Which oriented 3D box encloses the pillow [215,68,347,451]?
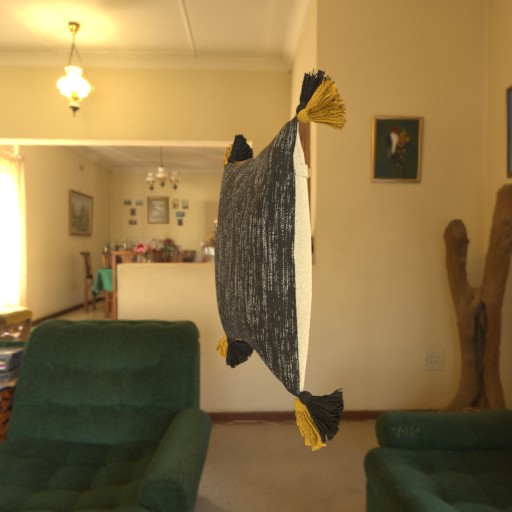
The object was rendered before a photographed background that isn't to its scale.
[{"bbox_3d":[0.000,0.000,0.981,0.139,0.659,0.654,0,2,-18],"label":"pillow"}]
